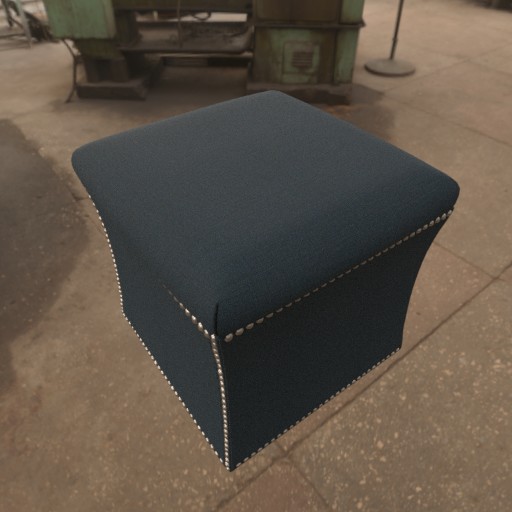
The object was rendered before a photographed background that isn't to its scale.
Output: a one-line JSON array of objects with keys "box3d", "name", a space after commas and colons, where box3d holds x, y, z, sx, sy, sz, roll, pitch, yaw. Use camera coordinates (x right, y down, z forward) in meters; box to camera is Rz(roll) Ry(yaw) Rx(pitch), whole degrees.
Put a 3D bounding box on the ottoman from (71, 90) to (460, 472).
[{"box3d": [0.000, 0.000, 0.886, 0.497, 0.475, 0.507, -26, 47, -26], "name": "ottoman"}]
